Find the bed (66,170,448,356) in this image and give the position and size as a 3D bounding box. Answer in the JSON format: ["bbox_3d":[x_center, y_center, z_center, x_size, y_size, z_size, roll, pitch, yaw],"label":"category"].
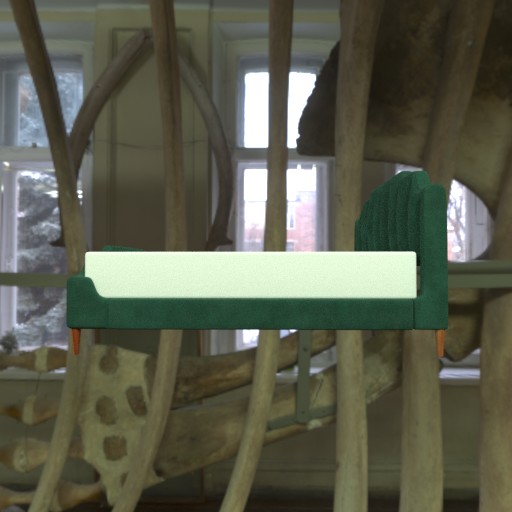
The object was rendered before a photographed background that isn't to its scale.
[{"bbox_3d":[0.000,0.000,3.701,2.340,1.245,2.074,0,-1,1],"label":"bed"}]
